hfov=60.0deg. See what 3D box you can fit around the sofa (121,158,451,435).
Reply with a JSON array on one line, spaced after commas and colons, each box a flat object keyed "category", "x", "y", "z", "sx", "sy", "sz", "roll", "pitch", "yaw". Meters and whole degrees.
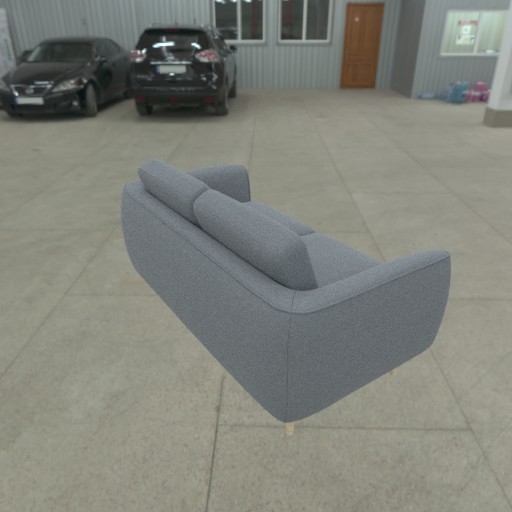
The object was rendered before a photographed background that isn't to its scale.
[{"category": "sofa", "x": 0.000, "y": 0.000, "z": 2.279, "sx": 0.920, "sy": 0.850, "sz": 1.700, "roll": -17, "pitch": 32, "yaw": -30}]
